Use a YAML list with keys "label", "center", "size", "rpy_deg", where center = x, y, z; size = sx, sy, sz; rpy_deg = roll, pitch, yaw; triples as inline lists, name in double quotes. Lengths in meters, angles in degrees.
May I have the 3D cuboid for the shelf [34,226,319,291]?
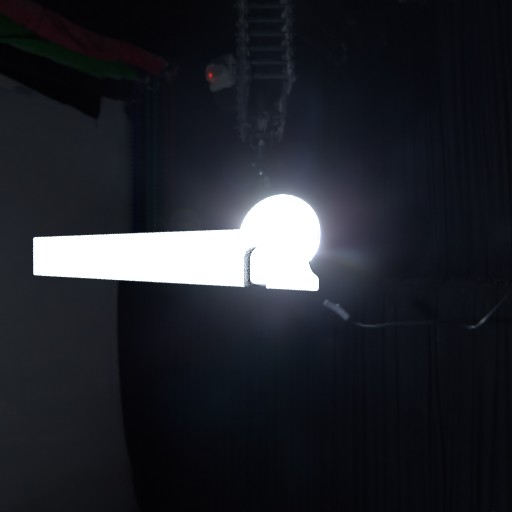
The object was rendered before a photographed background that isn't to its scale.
- label: "shelf"
  center: [0.000, 0.000, 0.442]
  size: [0.296, 0.035, 0.296]
  rpy_deg: [0, 0, 36]
